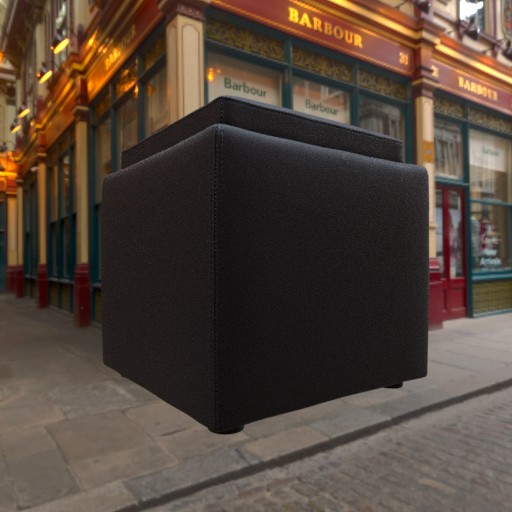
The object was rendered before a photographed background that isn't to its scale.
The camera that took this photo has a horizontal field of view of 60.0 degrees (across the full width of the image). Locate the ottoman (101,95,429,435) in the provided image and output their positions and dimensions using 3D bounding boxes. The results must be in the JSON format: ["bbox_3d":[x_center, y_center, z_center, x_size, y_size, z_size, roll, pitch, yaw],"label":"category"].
[{"bbox_3d":[0.000,0.000,0.826,0.451,0.460,0.450,0,-1,-36],"label":"ottoman"}]
